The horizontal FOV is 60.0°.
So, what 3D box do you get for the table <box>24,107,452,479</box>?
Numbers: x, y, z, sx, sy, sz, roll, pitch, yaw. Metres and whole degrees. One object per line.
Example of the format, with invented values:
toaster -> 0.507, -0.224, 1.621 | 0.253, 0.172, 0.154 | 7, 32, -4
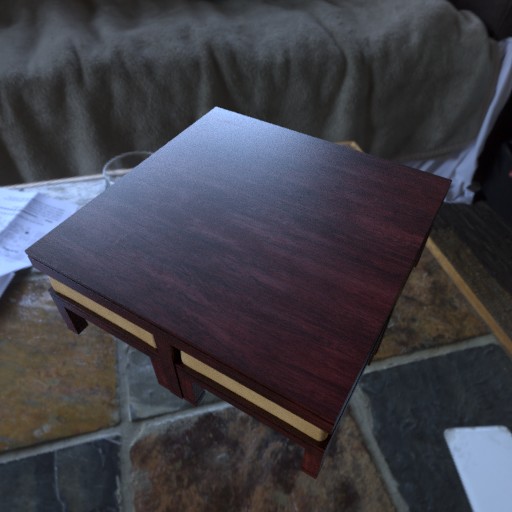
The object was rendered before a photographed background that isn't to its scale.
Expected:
table -> 0.000, 0.000, 1.366 | 0.865, 0.356, 0.865 | 24, 51, 21
